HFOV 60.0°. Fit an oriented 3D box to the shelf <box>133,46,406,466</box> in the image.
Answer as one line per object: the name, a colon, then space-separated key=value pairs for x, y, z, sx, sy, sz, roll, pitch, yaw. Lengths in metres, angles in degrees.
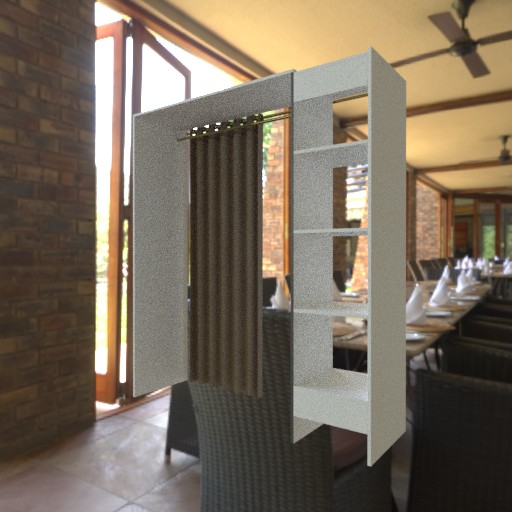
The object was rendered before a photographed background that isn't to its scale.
shelf: x=0.000 y=0.000 z=2.590 sx=1.600 sy=1.820 sz=0.500 roll=0 pitch=0 yaw=36
